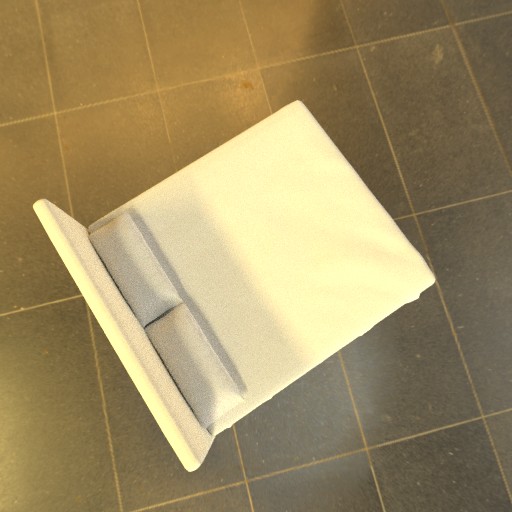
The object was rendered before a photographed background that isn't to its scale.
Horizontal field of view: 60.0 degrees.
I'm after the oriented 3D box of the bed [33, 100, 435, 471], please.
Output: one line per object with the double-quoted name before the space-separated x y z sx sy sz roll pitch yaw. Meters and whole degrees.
"bed" 0.000 0.000 3.578 2.341 1.317 2.119 -33 80 -7
